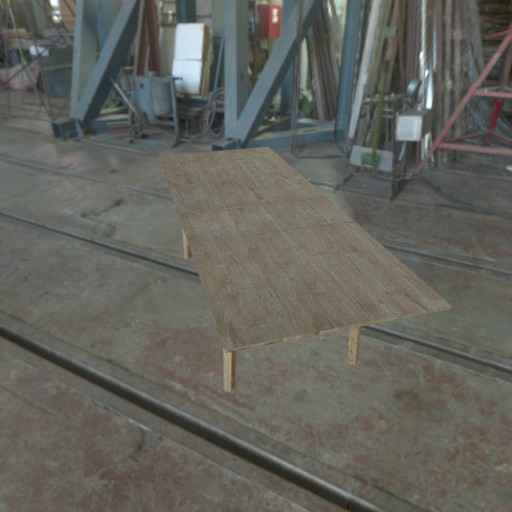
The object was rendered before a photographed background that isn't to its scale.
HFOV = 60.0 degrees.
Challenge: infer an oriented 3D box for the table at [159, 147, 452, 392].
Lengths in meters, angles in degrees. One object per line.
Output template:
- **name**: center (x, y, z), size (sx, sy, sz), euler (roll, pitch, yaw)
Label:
- **table**: center (0.000, 0.000, 3.060), size (1.000, 0.752, 2.603), euler (-8, 30, -14)
